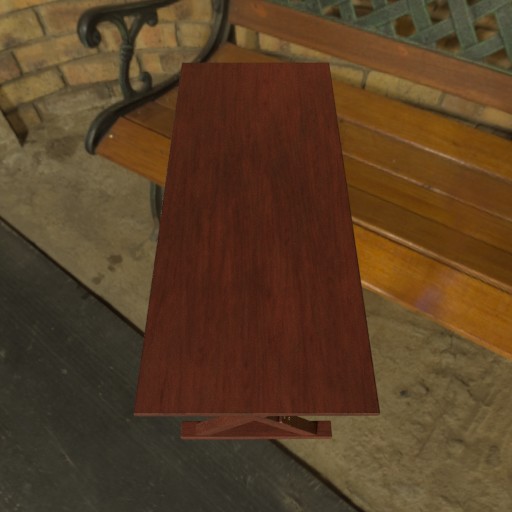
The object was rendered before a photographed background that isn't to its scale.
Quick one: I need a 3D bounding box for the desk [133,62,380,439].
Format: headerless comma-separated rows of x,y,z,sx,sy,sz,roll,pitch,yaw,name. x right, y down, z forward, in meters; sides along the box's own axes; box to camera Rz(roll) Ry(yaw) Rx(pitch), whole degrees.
0.000,0.000,1.754,0.600,0.761,1.372,0,58,0,desk
